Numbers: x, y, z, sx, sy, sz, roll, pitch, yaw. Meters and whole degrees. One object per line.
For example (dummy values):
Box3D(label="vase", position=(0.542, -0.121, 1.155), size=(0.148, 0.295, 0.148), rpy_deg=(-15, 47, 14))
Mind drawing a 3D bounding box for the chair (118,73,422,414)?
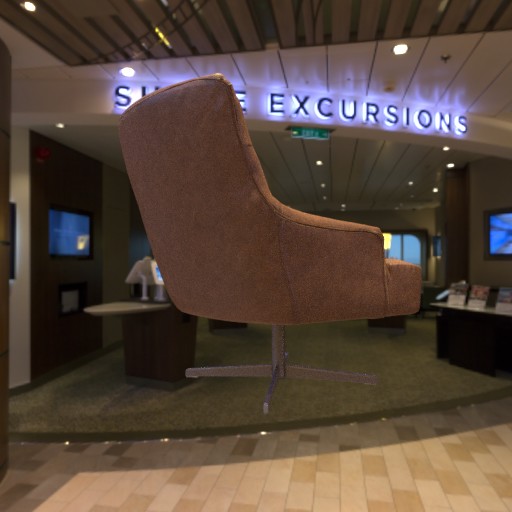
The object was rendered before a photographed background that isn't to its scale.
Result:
Box3D(label="chair", position=(0.000, 0.000, 1.491), size=(0.874, 0.869, 0.729), rpy_deg=(0, 0, -36))
